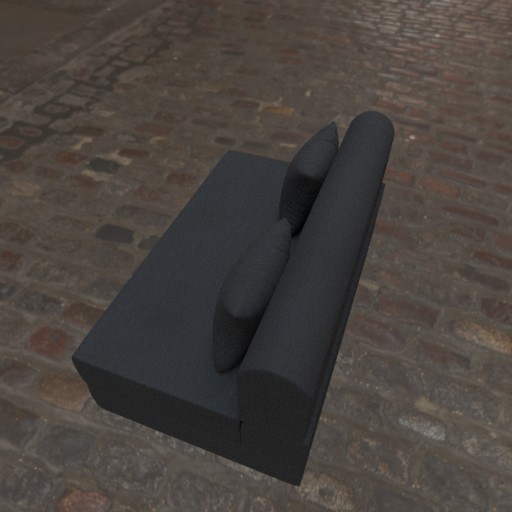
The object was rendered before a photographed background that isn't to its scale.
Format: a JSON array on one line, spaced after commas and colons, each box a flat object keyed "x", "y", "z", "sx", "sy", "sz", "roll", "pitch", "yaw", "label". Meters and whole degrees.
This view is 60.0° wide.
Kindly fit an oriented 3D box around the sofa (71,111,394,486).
[{"x": 0.000, "y": 0.000, "z": 1.658, "sx": 0.762, "sy": 0.670, "sz": 1.225, "roll": 15, "pitch": 48, "yaw": 14, "label": "sofa"}]
